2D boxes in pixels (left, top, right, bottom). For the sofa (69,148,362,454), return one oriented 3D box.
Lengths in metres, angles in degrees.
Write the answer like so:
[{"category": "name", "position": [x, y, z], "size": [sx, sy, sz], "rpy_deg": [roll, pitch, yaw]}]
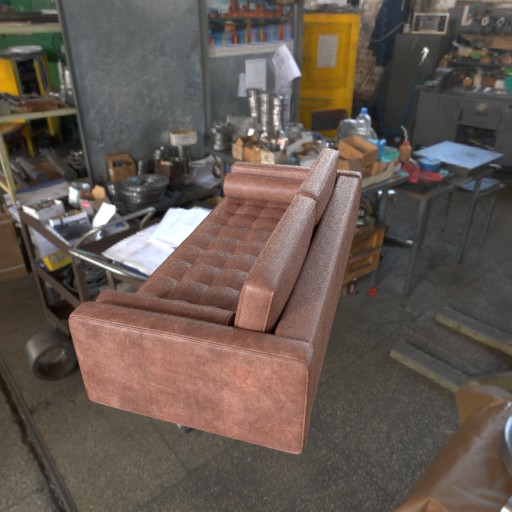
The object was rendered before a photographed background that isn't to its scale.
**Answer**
[{"category": "sofa", "position": [0.000, 0.000, 2.328], "size": [0.910, 0.760, 1.870], "rpy_deg": [8, 31, 14]}]
